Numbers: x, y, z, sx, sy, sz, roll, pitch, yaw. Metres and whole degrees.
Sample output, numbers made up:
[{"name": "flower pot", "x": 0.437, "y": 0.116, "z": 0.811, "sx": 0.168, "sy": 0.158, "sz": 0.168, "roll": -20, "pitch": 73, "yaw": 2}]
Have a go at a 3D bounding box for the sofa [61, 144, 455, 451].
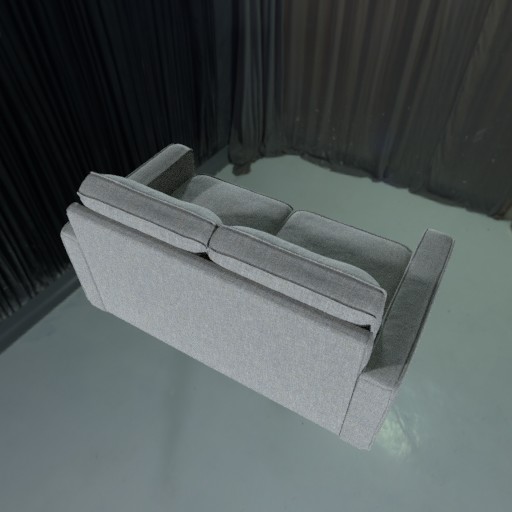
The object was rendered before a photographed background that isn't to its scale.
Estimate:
[{"name": "sofa", "x": 0.000, "y": 0.000, "z": 2.228, "sx": 1.706, "sy": 0.915, "sz": 0.945, "roll": 23, "pitch": 50, "yaw": 20}]
